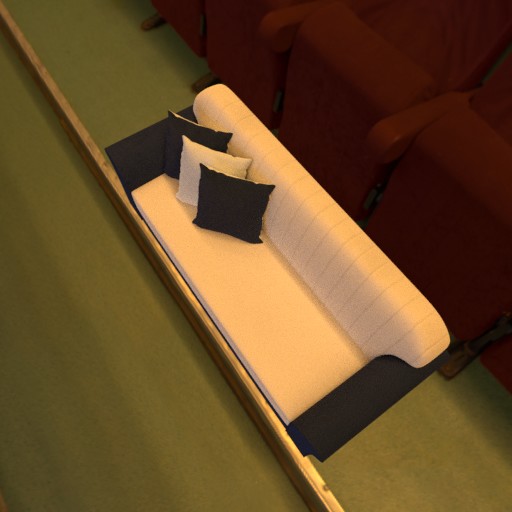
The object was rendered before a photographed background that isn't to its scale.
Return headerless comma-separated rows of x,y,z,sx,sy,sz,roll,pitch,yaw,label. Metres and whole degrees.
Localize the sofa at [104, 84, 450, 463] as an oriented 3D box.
0.000,0.000,2.425,0.749,0.789,2.006,-32,67,-15,sofa
